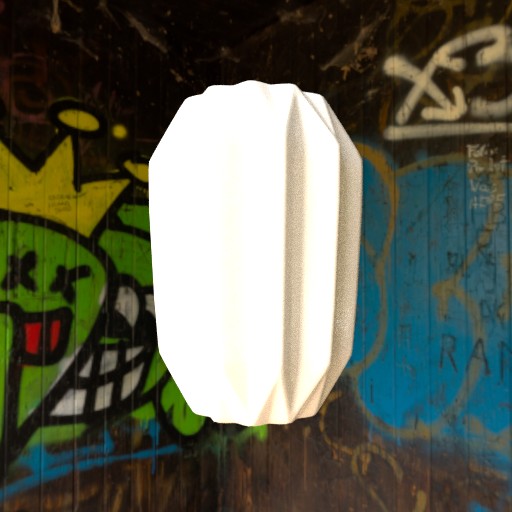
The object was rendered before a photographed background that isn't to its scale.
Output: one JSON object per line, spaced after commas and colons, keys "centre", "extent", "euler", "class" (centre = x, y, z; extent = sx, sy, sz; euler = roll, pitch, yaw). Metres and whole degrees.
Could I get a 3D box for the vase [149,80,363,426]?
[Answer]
{"centre": [0.000, 0.000, 0.412], "extent": [0.195, 0.275, 0.195], "euler": [0, -2, 0], "class": "vase"}
